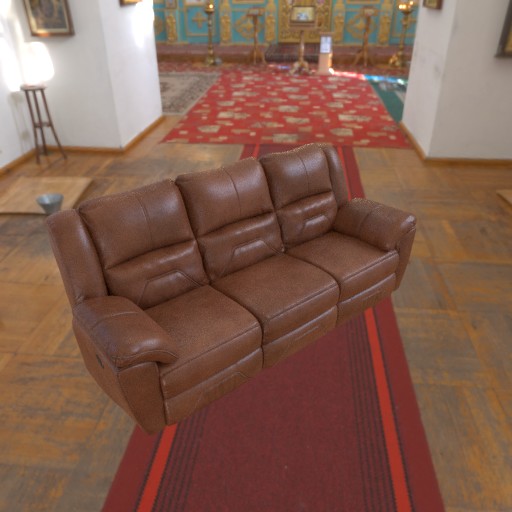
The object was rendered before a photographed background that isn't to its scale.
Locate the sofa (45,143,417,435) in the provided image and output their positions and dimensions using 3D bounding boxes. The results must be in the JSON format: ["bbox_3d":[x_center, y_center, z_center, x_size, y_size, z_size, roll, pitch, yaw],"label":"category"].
[{"bbox_3d":[0.000,0.000,2.914,2.337,1.043,0.991,-22,37,-33],"label":"sofa"}]
